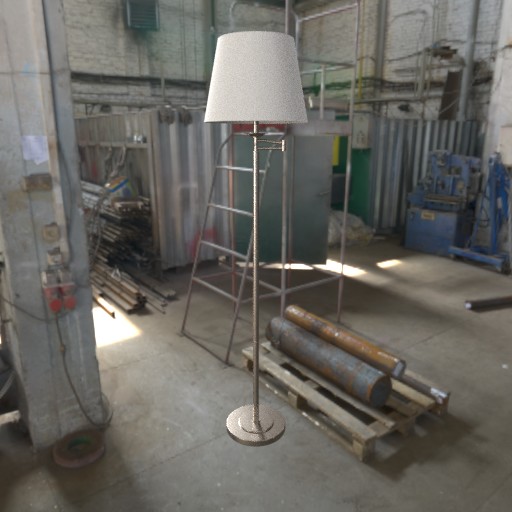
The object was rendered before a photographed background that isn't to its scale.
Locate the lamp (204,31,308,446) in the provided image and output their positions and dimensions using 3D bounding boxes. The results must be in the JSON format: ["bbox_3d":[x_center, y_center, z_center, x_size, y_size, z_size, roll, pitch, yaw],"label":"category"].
[{"bbox_3d":[0.000,0.000,1.651,0.355,1.473,0.355,0,15,0],"label":"lamp"}]
